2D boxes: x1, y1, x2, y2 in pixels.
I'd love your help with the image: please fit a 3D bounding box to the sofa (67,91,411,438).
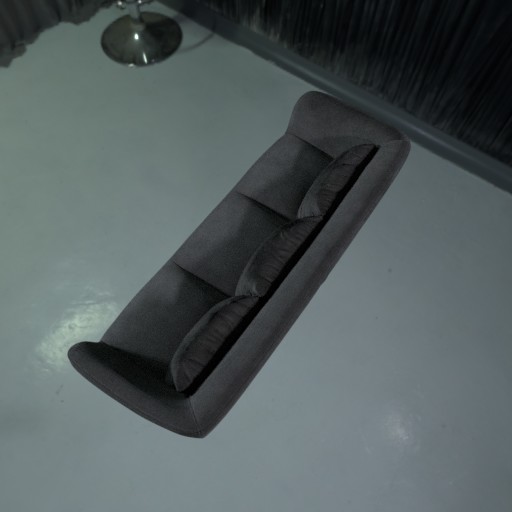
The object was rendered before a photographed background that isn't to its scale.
[{"bbox_3d":[0.000,0.000,2.787,0.956,0.875,2.296,33,68,15],"label":"sofa"}]
